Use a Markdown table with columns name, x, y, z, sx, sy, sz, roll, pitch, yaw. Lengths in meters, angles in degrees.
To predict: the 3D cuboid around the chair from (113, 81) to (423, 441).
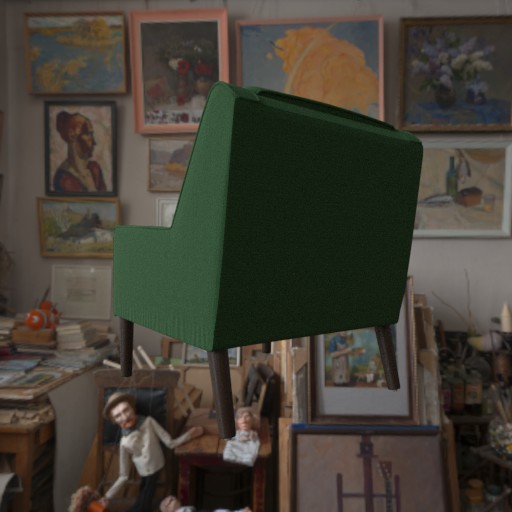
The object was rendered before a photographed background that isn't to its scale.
| name | x | y | z | sx | sy | sz | roll | pitch | yaw |
| --- | --- | --- | --- | --- | --- | --- | --- | --- | --- |
| chair | 0.000 | 0.000 | 1.364 | 0.663 | 0.792 | 0.743 | 0 | 0 | -36 |
